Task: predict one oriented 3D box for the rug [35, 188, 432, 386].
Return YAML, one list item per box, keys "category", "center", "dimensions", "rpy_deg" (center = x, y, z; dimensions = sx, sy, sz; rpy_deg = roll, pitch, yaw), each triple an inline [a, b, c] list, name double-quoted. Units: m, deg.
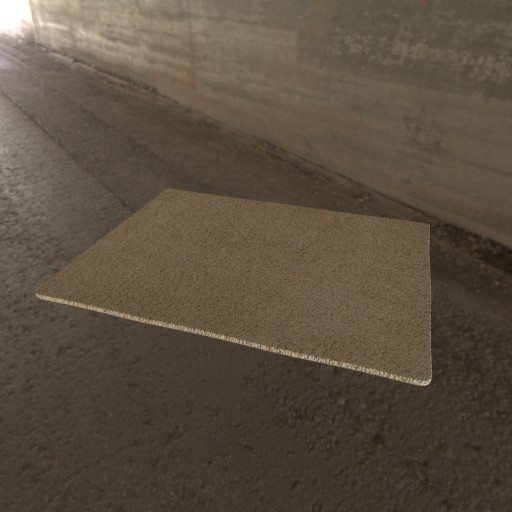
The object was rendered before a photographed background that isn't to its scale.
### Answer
- category: "rug"
  center: [0.000, 0.000, 2.146]
  dimensions: [1.600, 0.025, 1.199]
  rpy_deg: [10, 33, 15]
